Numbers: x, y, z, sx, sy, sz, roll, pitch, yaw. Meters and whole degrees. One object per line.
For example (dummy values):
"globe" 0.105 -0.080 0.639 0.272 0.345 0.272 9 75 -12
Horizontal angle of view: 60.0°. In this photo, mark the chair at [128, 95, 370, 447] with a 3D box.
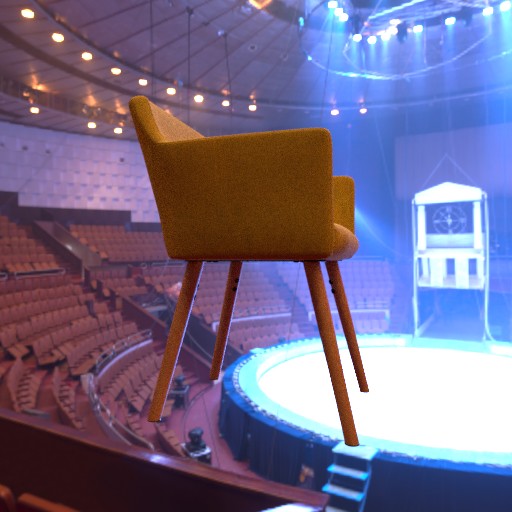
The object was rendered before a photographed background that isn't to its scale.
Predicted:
"chair" 0.000 0.000 1.179 0.570 0.780 0.570 0 0 17
